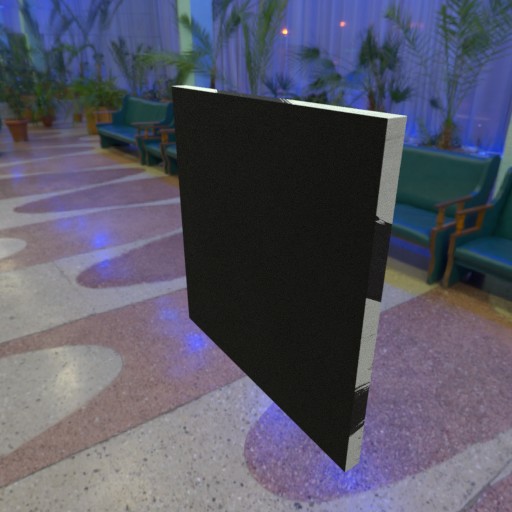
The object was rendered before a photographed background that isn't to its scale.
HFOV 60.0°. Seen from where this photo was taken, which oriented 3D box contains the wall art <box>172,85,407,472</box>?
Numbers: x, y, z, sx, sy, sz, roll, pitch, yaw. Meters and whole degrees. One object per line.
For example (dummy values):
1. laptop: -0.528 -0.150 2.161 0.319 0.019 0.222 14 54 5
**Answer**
1. wall art: 0.000 0.000 1.126 0.046 0.765 0.765 -16 30 -31
